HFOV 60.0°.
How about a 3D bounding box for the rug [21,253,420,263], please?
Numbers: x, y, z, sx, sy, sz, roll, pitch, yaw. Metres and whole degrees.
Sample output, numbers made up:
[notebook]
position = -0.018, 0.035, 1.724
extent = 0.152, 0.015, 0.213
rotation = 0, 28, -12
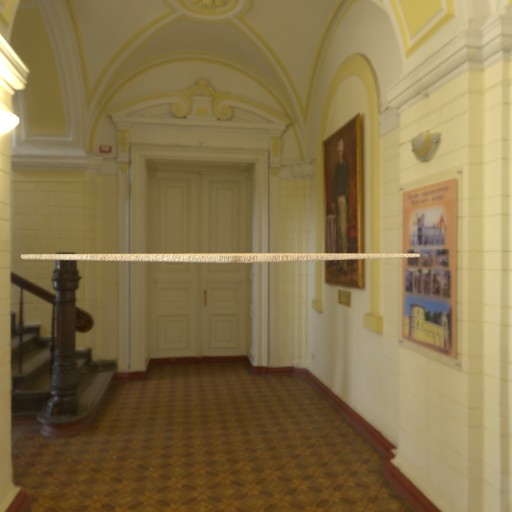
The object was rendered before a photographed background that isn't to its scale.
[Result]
[rug]
position = 0.000, 0.000, 2.935
extent = 1.500, 0.026, 2.349
rotation = 0, 1, 35
